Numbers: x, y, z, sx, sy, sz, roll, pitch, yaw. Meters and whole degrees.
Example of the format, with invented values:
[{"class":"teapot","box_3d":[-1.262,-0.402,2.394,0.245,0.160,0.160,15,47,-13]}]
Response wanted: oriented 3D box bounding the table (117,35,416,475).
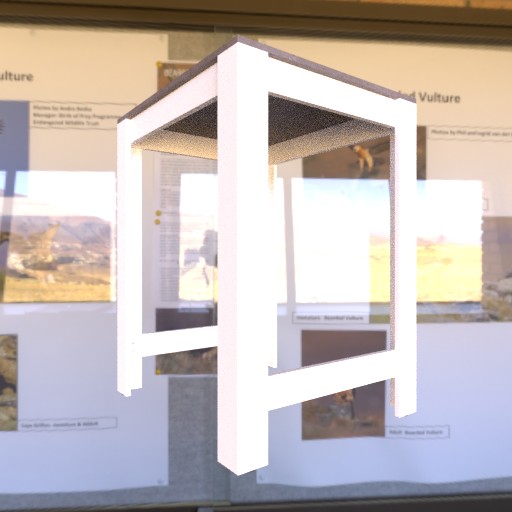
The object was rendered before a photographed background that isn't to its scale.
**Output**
[{"class":"table","box_3d":[0.000,0.000,1.549,0.700,1.020,0.800,0,0,-37]}]
